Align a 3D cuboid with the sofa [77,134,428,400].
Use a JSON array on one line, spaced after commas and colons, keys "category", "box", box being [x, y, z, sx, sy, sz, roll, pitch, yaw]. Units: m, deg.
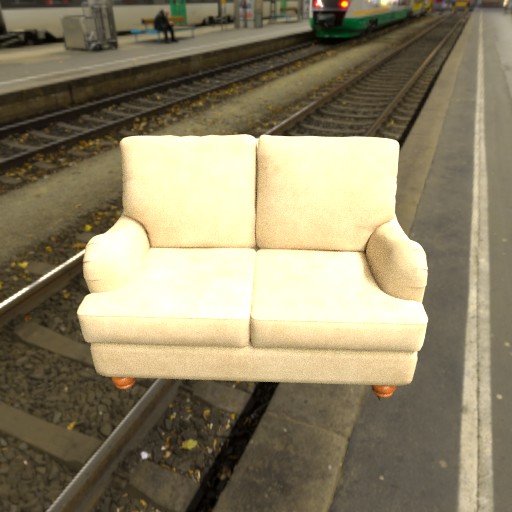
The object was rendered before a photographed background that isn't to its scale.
[{"category": "sofa", "box": [0.000, 0.000, 2.251, 1.498, 1.087, 1.086, 1, 30, 2]}]
